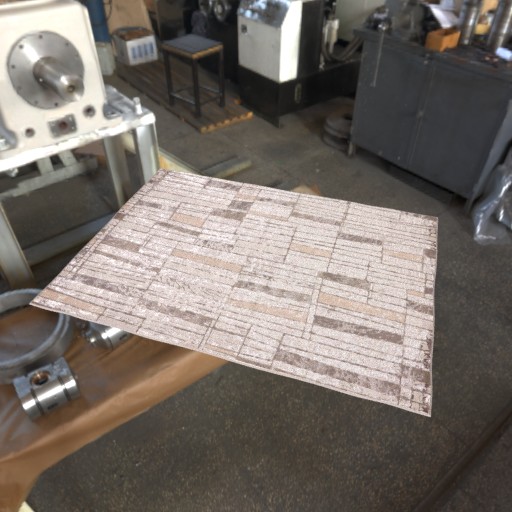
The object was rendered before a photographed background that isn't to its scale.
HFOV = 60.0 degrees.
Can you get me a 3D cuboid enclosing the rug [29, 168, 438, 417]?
[{"bbox_3d":[0.000,0.000,4.328,3.357,0.019,2.449,12,43,14],"label":"rug"}]
